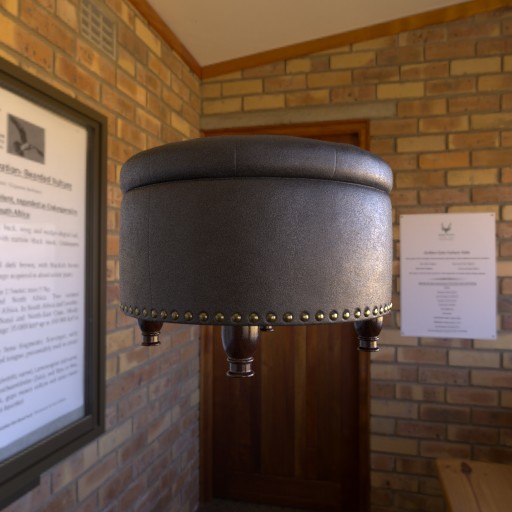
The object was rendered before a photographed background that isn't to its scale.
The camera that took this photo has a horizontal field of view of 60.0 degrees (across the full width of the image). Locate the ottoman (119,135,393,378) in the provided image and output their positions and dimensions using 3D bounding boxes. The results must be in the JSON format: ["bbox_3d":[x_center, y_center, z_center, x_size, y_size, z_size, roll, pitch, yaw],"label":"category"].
[{"bbox_3d":[0.000,0.000,1.079,0.637,0.442,0.637,0,-1,0],"label":"ottoman"}]
